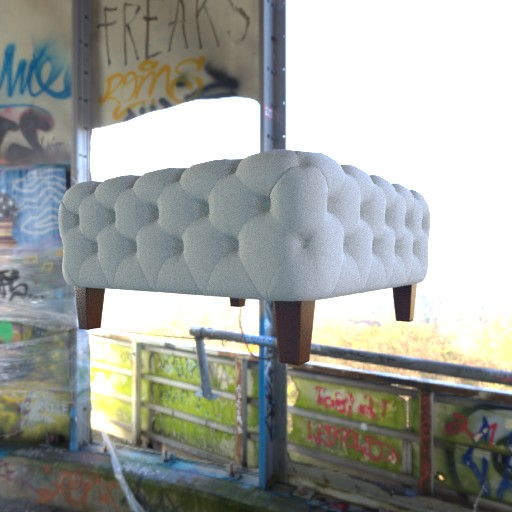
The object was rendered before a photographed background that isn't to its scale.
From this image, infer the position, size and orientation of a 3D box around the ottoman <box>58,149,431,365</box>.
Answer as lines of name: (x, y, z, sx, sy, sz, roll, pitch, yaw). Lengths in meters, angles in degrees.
ottoman: (0.000, 0.000, 1.215, 0.753, 0.376, 0.755, 0, 0, 36)
